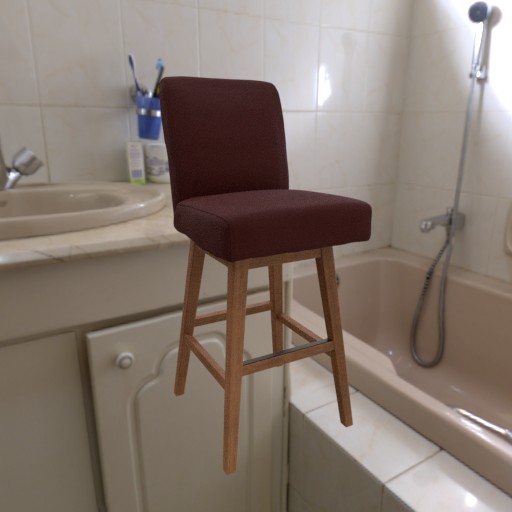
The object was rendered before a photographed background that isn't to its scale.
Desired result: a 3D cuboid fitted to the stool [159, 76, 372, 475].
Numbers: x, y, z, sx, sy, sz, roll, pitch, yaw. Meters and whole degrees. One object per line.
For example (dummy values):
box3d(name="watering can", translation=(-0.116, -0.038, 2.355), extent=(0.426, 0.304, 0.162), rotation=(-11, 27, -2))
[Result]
box3d(name="stool", translation=(0.000, 0.000, 1.404), extent=(0.468, 1.093, 0.562), rotation=(-9, 18, -27))
